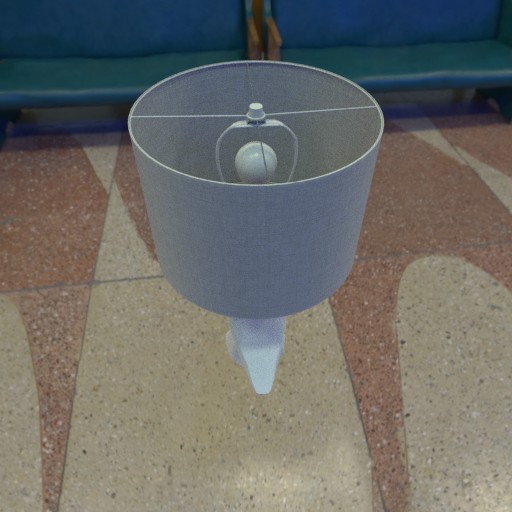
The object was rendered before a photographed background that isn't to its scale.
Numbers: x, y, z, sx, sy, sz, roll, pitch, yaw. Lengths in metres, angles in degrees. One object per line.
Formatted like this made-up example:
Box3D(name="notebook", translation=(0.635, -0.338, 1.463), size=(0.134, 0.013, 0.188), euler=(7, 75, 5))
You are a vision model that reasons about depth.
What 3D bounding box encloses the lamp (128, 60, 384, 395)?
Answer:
Box3D(name="lamp", translation=(0.000, 0.000, 0.702), size=(0.298, 0.503, 0.298), euler=(-4, 45, -4))
